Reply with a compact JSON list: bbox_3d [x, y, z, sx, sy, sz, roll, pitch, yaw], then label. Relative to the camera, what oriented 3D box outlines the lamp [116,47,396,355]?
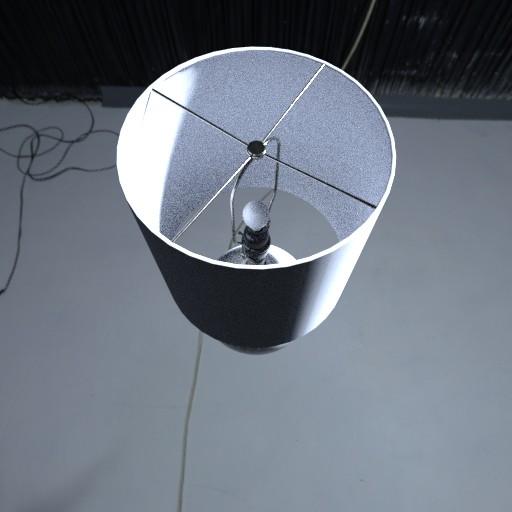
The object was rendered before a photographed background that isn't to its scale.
[{"bbox_3d":[0.000,0.000,0.527,0.216,0.404,0.216,3,64,2],"label":"lamp"}]
